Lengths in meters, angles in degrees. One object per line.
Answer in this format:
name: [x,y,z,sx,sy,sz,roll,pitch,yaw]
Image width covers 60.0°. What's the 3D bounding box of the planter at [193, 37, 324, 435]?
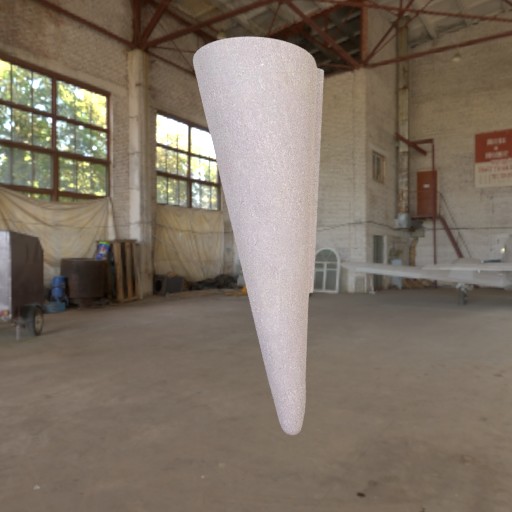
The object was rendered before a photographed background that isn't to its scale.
planter: [0.000,0.000,0.302,0.087,0.259,0.078,0,0,-36]
